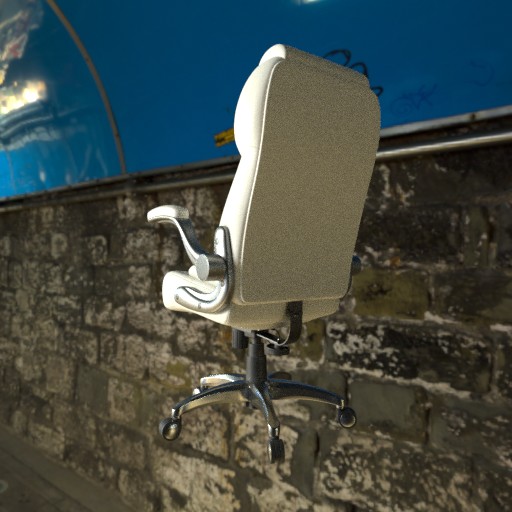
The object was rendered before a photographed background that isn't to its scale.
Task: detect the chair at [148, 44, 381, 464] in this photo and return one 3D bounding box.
[{"bbox_3d":[0.000,0.000,1.762,0.755,1.330,0.806,0,0,-37],"label":"chair"}]
